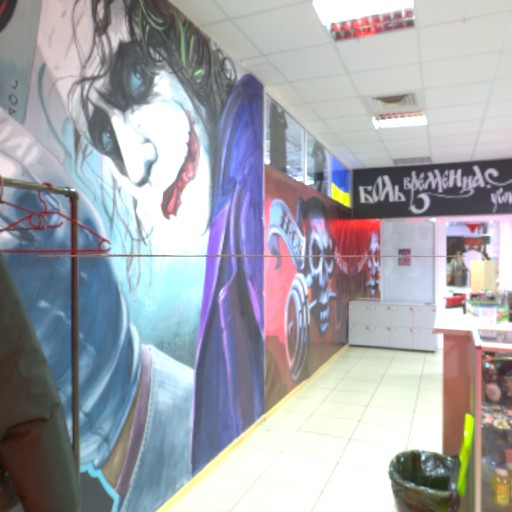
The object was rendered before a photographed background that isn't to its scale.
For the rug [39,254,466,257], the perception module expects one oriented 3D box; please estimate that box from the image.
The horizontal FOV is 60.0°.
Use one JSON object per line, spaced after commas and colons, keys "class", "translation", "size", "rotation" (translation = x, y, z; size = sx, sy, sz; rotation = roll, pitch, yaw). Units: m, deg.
{"class": "rug", "translation": [0.000, 0.000, 2.974], "size": [2.440, 0.012, 1.522], "rotation": [0, 0, -34]}
